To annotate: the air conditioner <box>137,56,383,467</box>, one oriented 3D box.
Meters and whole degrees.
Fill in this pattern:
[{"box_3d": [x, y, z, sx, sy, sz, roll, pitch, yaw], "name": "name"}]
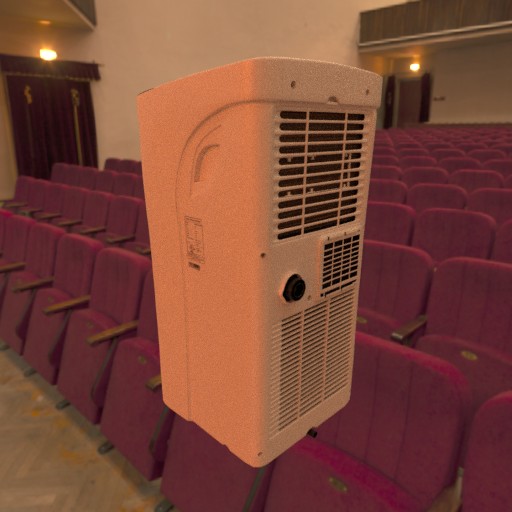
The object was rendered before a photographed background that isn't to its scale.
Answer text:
[{"box_3d": [0.000, 0.000, 0.924, 0.369, 0.716, 0.352, 15, 22, 43], "name": "air conditioner"}]
